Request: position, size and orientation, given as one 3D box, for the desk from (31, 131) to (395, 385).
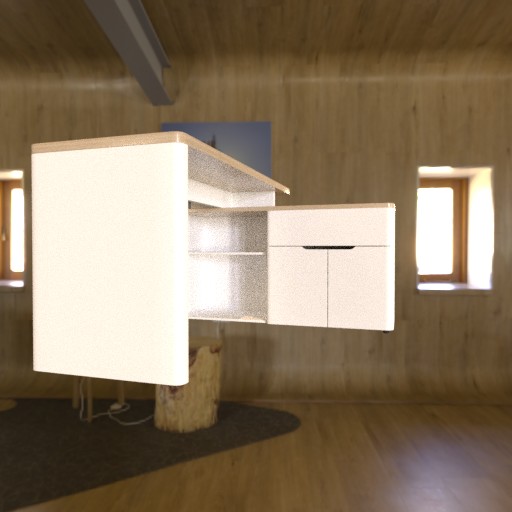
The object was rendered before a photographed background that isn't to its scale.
[{"bbox_3d":[0.000,0.000,1.986,1.175,0.770,1.400,0,1,18],"label":"desk"}]
